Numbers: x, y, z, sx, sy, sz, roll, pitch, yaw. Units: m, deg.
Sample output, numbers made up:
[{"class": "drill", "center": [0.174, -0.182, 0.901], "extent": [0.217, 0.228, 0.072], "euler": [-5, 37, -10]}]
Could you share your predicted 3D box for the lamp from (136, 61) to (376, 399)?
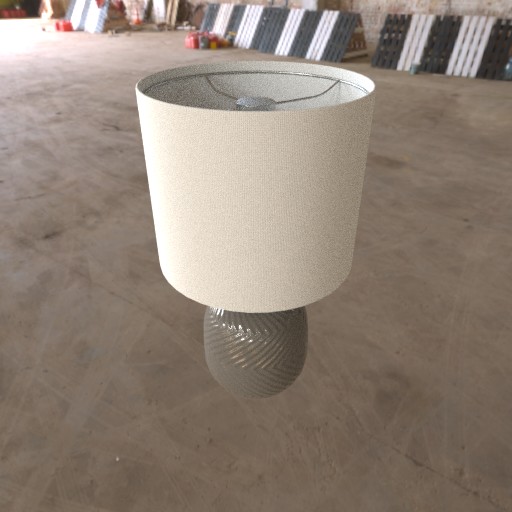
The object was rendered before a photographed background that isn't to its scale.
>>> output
[{"class": "lamp", "center": [0.000, 0.000, 0.488], "extent": [0.207, 0.366, 0.207], "euler": [-19, 37, -27]}]
